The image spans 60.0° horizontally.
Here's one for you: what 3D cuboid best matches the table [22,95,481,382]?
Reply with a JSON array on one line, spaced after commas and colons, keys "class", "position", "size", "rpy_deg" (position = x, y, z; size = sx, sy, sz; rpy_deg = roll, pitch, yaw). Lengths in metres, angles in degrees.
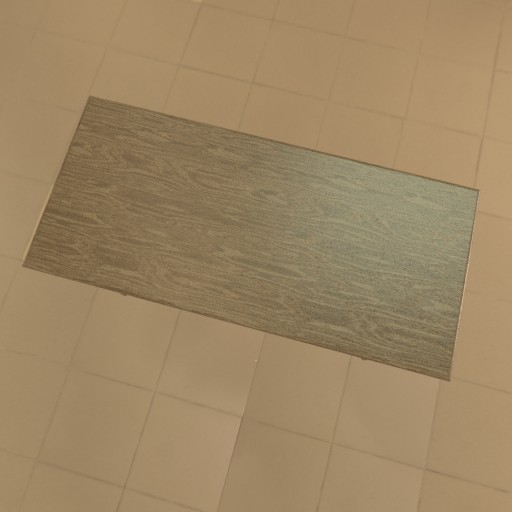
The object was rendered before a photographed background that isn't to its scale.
[{"class": "table", "position": [0.000, 0.000, 1.733], "size": [1.300, 0.780, 0.599], "rpy_deg": [15, 77, 3]}]
